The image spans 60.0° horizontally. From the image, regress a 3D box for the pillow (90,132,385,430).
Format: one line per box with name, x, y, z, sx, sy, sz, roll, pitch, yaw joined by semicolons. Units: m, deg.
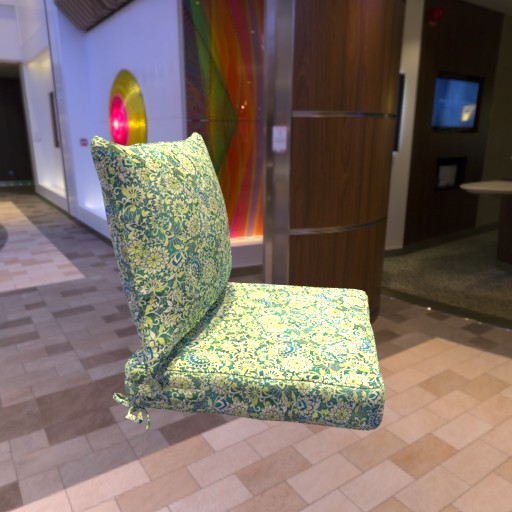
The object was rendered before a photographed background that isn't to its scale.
pillow;0.000;0.000;1.349;0.740;0.722;0.798;3;16;9
